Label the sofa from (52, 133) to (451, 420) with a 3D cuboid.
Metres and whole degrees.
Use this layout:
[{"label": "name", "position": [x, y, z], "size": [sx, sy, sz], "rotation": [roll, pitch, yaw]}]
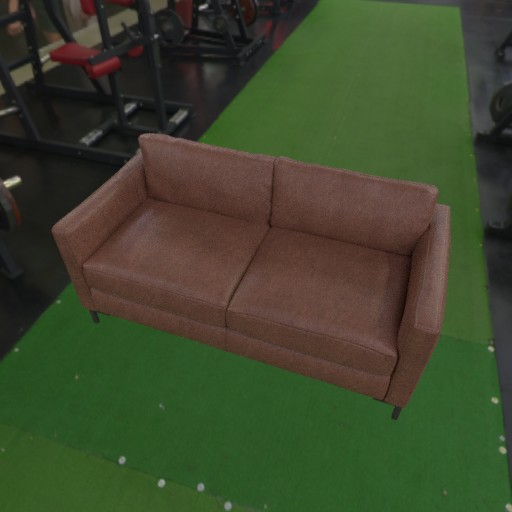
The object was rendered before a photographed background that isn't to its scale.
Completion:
[{"label": "sofa", "position": [0.000, 0.000, 2.296], "size": [1.797, 0.883, 0.899], "rotation": [14, 44, 15]}]
